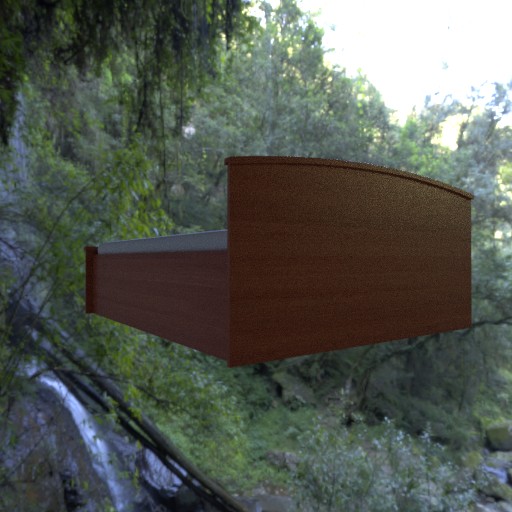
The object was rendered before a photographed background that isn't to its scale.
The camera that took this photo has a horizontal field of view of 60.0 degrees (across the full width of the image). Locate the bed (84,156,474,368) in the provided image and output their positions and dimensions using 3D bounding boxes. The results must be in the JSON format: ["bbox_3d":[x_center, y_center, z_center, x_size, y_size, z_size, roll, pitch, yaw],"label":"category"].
[{"bbox_3d":[0.000,0.000,2.948,1.683,0.848,2.053,0,-1,-35],"label":"bed"}]
